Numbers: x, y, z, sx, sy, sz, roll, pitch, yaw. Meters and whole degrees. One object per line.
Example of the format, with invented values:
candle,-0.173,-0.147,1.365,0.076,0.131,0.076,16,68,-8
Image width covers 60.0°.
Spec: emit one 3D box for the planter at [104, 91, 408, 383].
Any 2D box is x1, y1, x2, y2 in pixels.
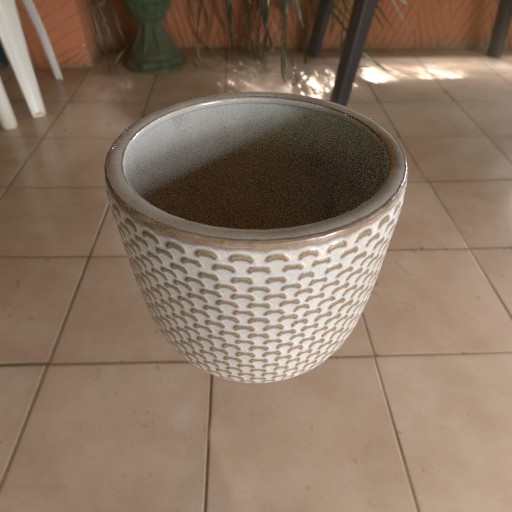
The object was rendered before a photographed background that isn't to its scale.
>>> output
planter,0.000,0.000,0.354,0.197,0.191,0.197,0,42,0
